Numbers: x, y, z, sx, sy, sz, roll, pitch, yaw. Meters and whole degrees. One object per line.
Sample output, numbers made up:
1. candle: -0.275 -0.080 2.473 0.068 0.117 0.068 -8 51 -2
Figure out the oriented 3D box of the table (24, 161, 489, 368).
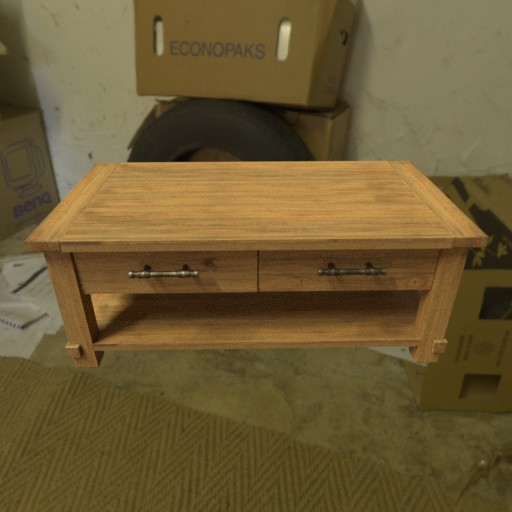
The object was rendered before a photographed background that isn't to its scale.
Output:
1. table: 0.000 0.000 1.623 1.270 0.494 0.693 -1 30 -1
